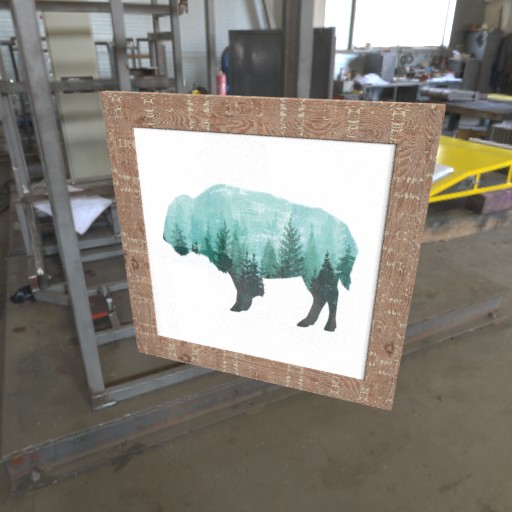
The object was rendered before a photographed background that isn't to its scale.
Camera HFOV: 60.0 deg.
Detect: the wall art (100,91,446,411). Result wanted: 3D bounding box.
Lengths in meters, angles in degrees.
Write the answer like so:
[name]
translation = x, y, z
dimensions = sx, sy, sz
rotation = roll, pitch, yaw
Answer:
[wall art]
translation = 0.000, 0.000, 0.559
dimensions = 0.380, 0.380, 0.022
rotation = 8, 27, 17
